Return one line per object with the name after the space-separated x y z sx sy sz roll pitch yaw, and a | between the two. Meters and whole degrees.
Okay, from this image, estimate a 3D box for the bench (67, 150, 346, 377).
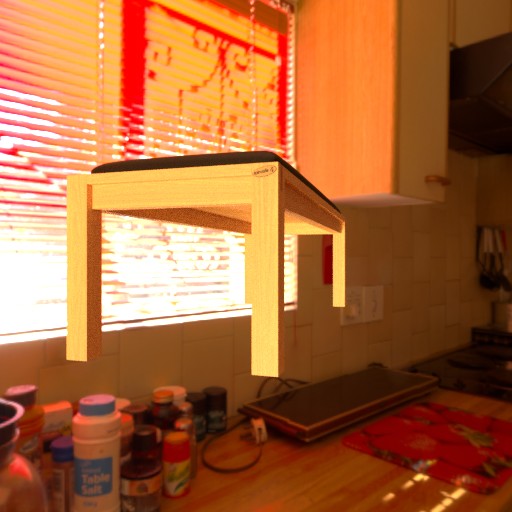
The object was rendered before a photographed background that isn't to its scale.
0.000 0.000 1.421 0.450 0.430 1.202 0 0 17 | bench
